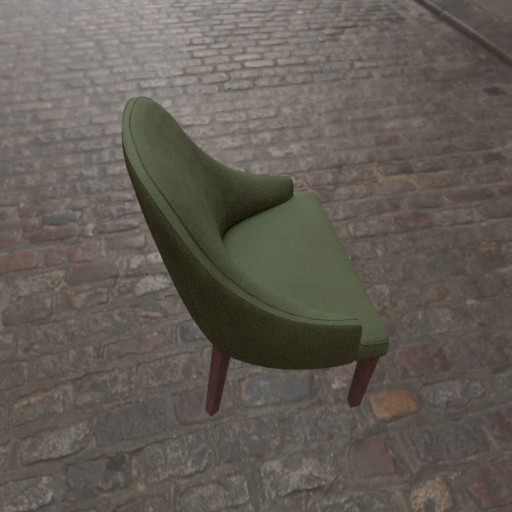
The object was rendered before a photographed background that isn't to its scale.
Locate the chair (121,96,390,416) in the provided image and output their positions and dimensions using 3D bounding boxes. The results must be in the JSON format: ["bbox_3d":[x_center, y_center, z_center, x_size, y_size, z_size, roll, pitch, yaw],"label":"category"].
[{"bbox_3d":[0.000,0.000,1.256,0.575,0.889,0.643,-9,47,-9],"label":"chair"}]
